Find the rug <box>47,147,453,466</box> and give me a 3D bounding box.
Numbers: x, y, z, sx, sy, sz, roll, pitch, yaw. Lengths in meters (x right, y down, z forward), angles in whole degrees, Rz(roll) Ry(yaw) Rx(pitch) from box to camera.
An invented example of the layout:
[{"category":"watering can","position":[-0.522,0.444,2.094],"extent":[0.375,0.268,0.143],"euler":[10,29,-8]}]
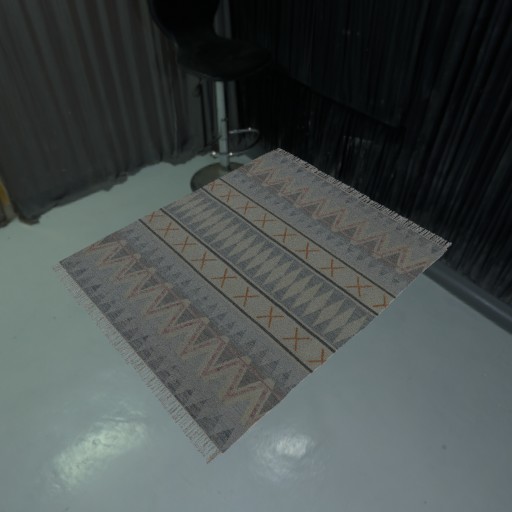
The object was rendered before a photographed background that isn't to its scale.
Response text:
[{"category":"rug","position":[0.000,0.000,4.124],"extent":[3.000,0.012,2.371],"euler":[-34,54,-28]}]
